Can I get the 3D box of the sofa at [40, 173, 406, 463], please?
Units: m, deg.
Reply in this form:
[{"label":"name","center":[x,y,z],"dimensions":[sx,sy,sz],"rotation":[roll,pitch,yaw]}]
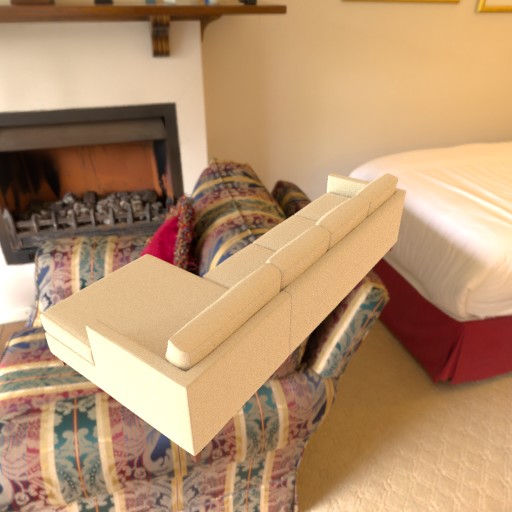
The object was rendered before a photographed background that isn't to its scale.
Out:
[{"label":"sofa","center":[0.000,0.000,4.177],"dimensions":[1.599,0.954,3.471],"rotation":[21,37,30]}]
